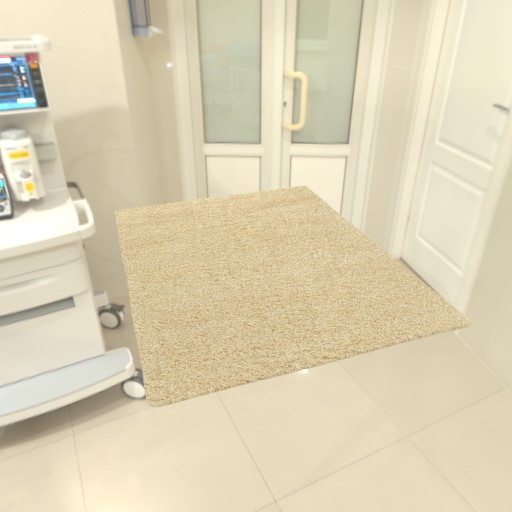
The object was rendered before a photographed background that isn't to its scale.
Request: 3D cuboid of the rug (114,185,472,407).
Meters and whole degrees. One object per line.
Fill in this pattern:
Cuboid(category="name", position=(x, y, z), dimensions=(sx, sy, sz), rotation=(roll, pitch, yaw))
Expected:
Cuboid(category="rug", position=(0.000, 0.000, 4.191), dimensions=(2.401, 0.025, 3.001), rotation=(-10, 32, -17))
